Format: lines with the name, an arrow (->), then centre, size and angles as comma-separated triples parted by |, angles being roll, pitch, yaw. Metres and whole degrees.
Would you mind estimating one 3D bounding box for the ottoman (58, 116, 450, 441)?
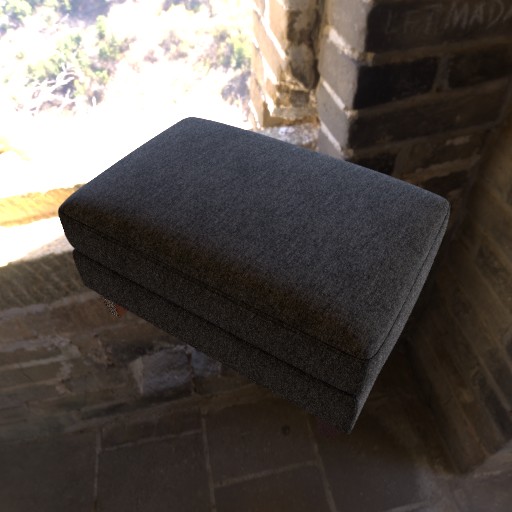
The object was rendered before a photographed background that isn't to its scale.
ottoman -> 0.000, 0.000, 1.236 | 0.864, 0.483, 0.584 | 24, 50, 22
